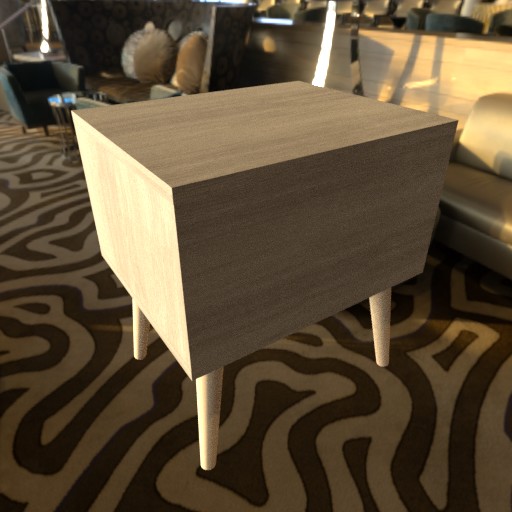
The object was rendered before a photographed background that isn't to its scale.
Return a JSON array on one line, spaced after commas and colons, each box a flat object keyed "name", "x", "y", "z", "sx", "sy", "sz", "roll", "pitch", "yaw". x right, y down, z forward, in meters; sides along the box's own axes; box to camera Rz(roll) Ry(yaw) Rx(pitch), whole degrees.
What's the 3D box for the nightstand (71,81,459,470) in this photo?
[{"name": "nightstand", "x": 0.000, "y": 0.000, "z": 0.798, "sx": 0.450, "sy": 0.500, "sz": 0.380, "roll": -19, "pitch": 36, "yaw": -28}]
